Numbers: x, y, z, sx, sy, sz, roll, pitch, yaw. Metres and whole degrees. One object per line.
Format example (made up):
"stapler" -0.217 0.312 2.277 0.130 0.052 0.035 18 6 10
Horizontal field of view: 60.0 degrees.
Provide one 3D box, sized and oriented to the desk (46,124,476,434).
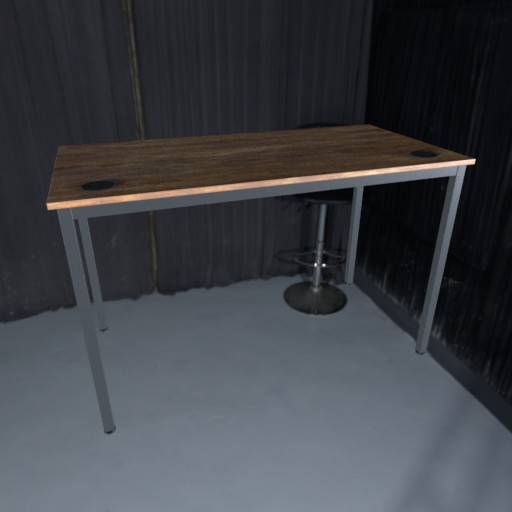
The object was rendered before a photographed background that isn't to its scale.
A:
"desk" 0.000 0.000 1.585 1.200 0.749 0.600 -9 28 -17
